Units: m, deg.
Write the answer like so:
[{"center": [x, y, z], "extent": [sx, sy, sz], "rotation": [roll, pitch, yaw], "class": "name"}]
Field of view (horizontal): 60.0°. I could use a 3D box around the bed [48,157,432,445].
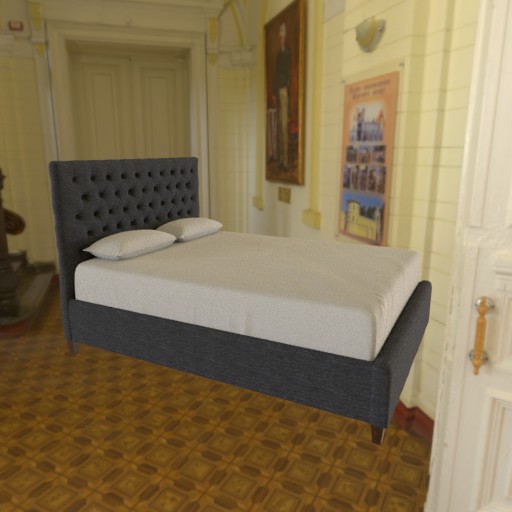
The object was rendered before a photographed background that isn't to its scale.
[{"center": [0.000, 0.000, 3.372], "extent": [2.387, 1.427, 1.698], "rotation": [7, 15, 27], "class": "bed"}]
